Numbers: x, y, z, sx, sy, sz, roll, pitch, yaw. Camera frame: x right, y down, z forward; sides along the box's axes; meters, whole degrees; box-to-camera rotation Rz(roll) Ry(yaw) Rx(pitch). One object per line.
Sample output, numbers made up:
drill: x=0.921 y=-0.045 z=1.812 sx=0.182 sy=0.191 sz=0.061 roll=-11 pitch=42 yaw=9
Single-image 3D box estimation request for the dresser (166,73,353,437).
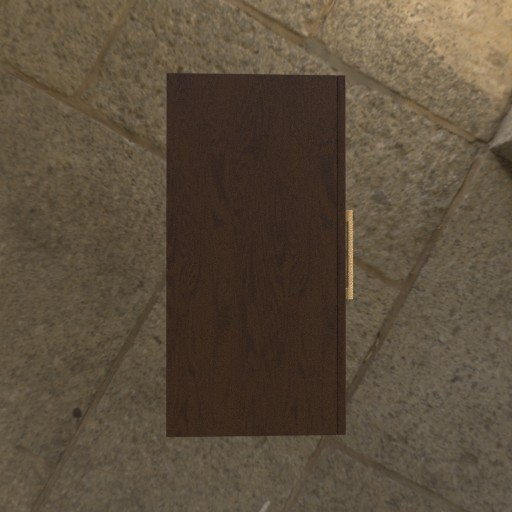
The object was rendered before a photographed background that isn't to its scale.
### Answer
dresser: x=0.000 y=0.000 z=1.839 sx=0.516 sy=1.320 sz=0.964 roll=0 pitch=90 yaw=-2
